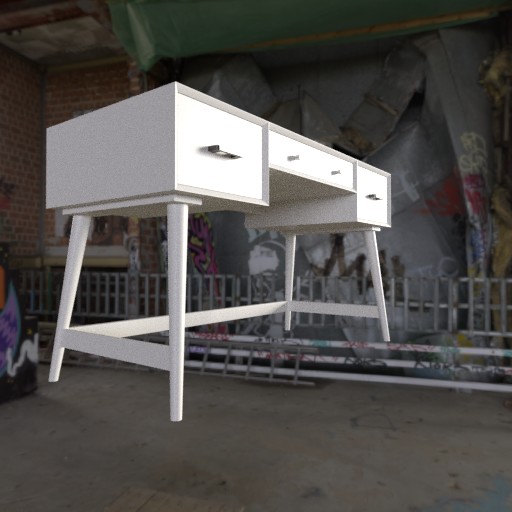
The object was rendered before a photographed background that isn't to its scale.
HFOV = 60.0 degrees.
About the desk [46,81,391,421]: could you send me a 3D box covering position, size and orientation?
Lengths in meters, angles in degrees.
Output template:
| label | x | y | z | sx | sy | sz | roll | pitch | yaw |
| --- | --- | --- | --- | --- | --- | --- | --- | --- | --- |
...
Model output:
| label | x | y | z | sx | sy | sz | roll | pitch | yaw |
| --- | --- | --- | --- | --- | --- | --- | --- | --- | --- |
| desk | 0.000 | 0.000 | 1.677 | 0.589 | 0.762 | 1.313 | -1 | -1 | 37 |
